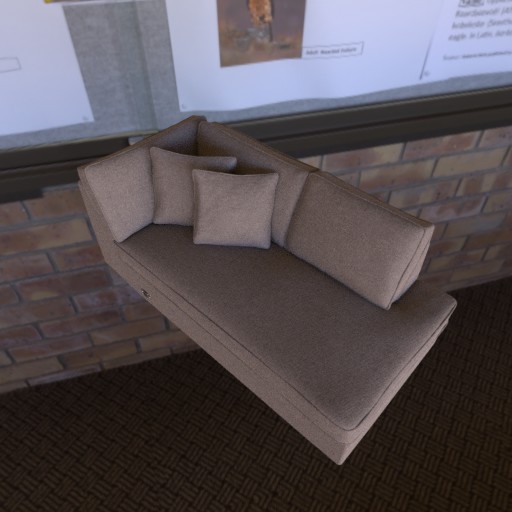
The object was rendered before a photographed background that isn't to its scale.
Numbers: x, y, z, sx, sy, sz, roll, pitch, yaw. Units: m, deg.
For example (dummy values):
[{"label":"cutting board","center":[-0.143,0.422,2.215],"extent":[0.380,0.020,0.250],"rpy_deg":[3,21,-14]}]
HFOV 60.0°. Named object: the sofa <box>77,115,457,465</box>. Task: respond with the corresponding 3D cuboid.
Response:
[{"label":"sofa","center":[0.000,0.000,2.819],"extent":[2.237,1.033,1.110],"rpy_deg":[34,54,28]}]
